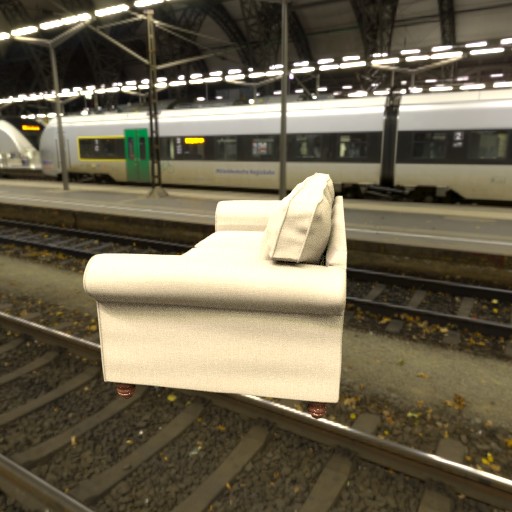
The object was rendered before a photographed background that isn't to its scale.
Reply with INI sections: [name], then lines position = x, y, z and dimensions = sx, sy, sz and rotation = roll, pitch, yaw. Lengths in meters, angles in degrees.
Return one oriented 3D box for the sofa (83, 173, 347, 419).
[sofa]
position = 0.000, 0.000, 2.613
dimensions = 0.998, 0.889, 2.118
rotation = 2, 14, 10
